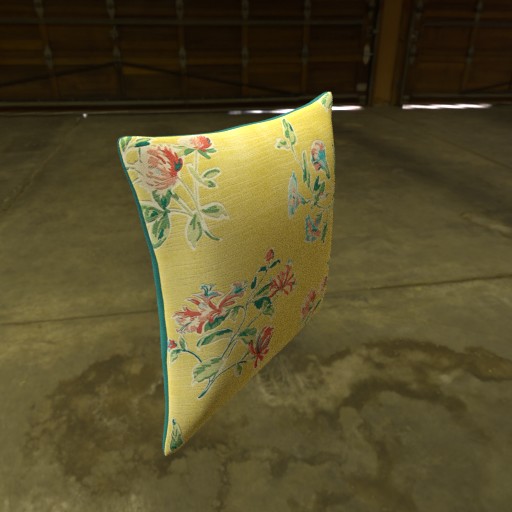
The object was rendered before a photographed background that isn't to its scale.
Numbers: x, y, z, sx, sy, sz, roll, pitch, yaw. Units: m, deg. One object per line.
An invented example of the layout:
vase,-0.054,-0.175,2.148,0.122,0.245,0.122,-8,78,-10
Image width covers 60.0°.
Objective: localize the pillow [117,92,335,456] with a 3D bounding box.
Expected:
pillow,0.000,0.000,0.795,0.166,0.508,0.525,17,32,31
